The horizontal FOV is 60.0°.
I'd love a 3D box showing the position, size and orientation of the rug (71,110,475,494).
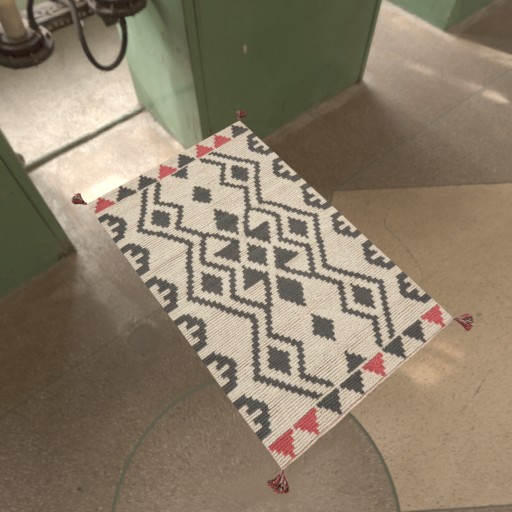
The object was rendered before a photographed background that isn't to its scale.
[{"bbox_3d":[0.000,0.000,3.255,1.741,0.066,2.672,-34,65,-18],"label":"rug"}]
